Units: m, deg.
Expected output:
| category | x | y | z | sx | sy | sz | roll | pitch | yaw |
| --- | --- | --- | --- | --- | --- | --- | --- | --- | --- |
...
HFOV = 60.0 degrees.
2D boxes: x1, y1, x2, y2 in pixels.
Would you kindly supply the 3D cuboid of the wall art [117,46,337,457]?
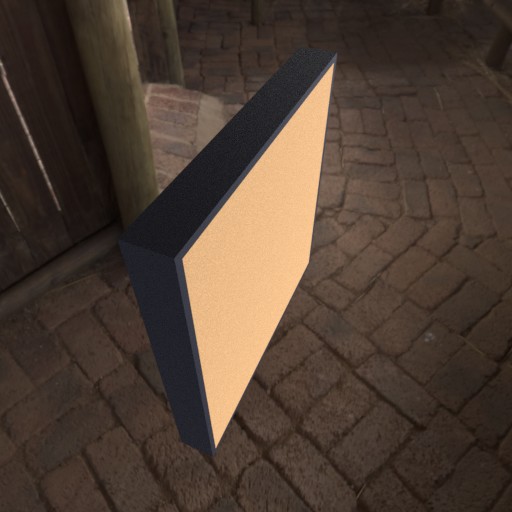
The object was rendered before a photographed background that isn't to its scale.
| category | x | y | z | sx | sy | sz | roll | pitch | yaw |
| --- | --- | --- | --- | --- | --- | --- | --- | --- | --- |
| wall art | 0.000 | 0.000 | 0.455 | 0.038 | 0.304 | 0.304 | 18 | 49 | 16 |
